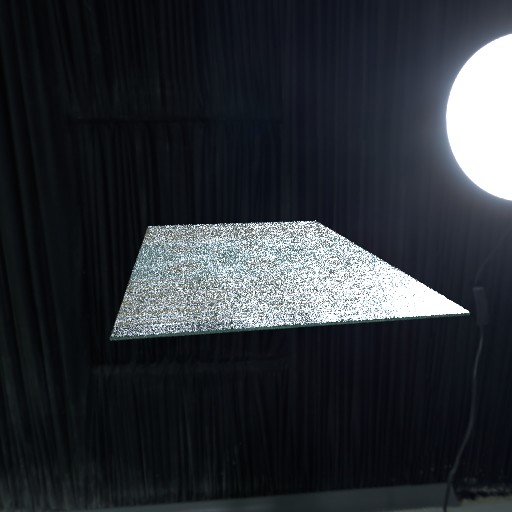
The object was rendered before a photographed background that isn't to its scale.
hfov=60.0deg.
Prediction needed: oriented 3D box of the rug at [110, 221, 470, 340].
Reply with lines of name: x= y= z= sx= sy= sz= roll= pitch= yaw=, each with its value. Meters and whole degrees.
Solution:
rug: x=0.000 y=0.000 z=2.314 sx=1.212 sy=0.010 sz=1.811 roll=-2 pitch=15 yaw=-9
